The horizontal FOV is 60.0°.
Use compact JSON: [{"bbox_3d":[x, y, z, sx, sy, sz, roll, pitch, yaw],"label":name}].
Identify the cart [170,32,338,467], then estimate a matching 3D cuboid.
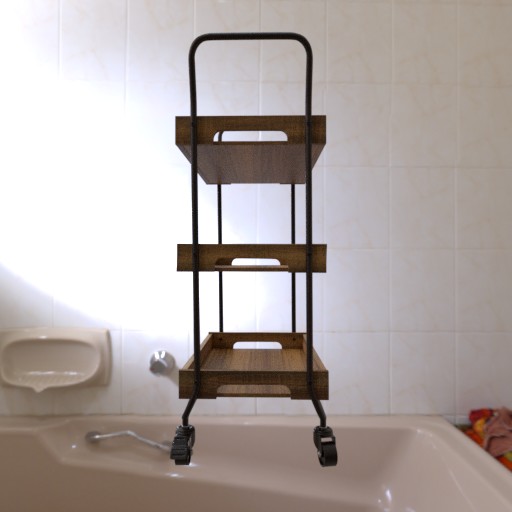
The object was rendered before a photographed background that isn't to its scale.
[{"bbox_3d":[0.000,0.000,1.138,0.339,0.857,0.583,0,-1,1],"label":"cart"}]
